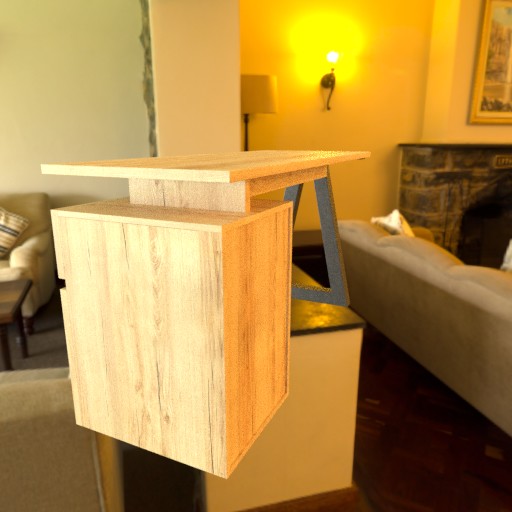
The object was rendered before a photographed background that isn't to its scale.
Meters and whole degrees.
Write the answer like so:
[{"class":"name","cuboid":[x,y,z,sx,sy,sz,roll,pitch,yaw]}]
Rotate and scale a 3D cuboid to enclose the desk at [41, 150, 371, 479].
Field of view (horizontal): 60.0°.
[{"class":"desk","cuboid":[0.000,0.000,1.726,0.550,0.760,1.400,7,17,25]}]
